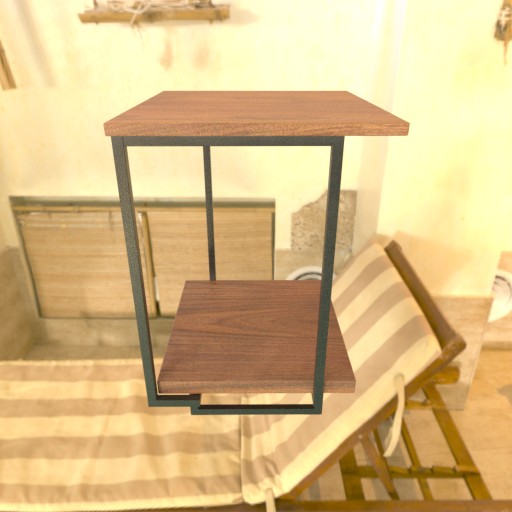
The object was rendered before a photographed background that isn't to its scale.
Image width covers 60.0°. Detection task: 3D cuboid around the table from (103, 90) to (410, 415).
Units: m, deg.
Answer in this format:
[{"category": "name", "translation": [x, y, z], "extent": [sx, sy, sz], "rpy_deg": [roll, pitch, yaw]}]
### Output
[{"category": "table", "translation": [0.000, 0.000, 0.861], "extent": [0.384, 0.567, 0.411], "rpy_deg": [0, 26, 0]}]
